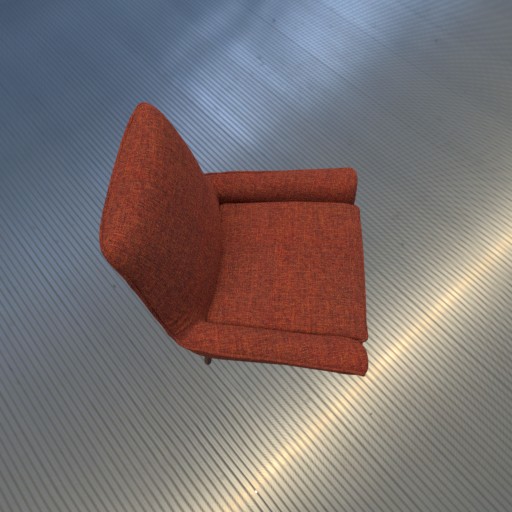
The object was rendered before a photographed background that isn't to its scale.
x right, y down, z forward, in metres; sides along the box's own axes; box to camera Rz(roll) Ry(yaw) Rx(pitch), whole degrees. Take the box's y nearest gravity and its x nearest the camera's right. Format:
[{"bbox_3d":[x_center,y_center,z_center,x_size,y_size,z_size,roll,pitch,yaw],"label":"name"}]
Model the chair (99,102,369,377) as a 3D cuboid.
[{"bbox_3d":[0.000,0.000,1.559,0.784,0.911,0.803,3,62,2],"label":"chair"}]
